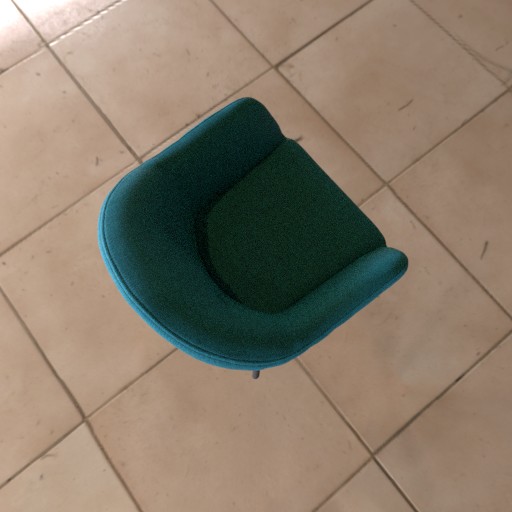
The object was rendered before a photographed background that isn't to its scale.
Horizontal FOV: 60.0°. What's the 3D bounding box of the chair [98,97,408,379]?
[{"bbox_3d":[0.000,0.000,1.146,0.565,0.775,0.545,-38,78,-10],"label":"chair"}]
